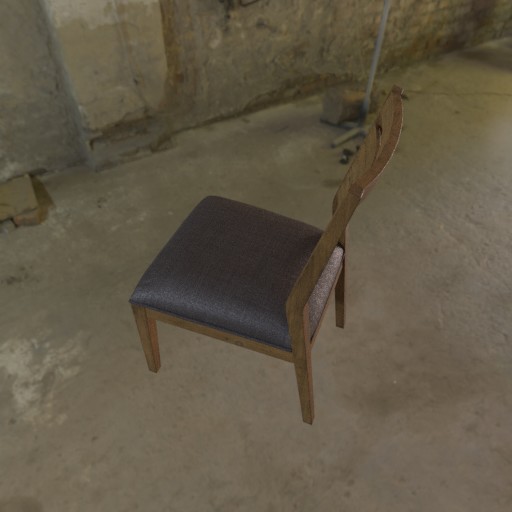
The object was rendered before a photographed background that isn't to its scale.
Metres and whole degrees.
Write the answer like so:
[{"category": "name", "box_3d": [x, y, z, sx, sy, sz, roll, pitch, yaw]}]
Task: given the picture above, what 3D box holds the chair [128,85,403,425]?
[{"category": "chair", "box_3d": [0.000, 0.000, 1.291, 0.610, 0.939, 0.501, 17, 49, 15]}]
